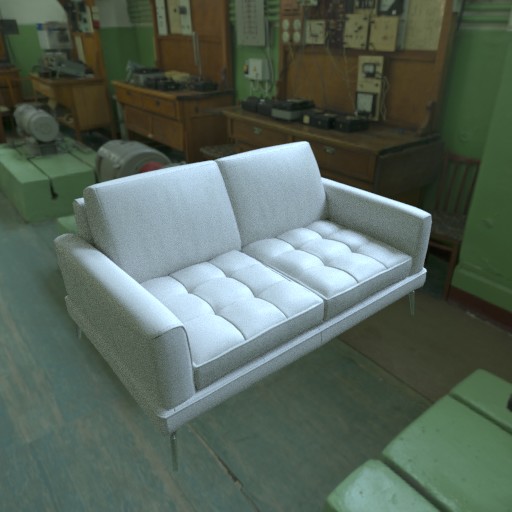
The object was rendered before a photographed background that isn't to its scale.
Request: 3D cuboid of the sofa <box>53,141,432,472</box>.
[{"bbox_3d":[0.000,0.000,2.433,1.819,0.930,1.121,-21,34,-34],"label":"sofa"}]
